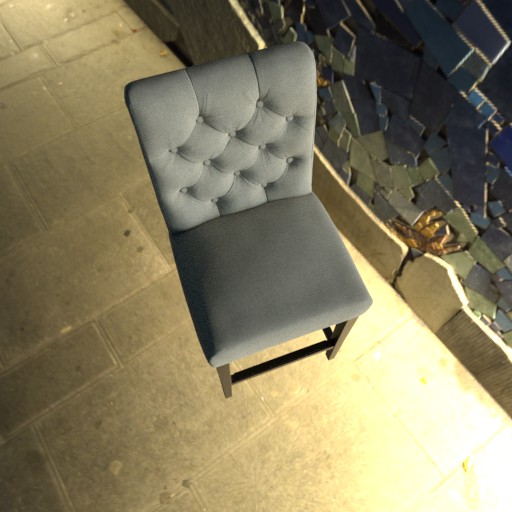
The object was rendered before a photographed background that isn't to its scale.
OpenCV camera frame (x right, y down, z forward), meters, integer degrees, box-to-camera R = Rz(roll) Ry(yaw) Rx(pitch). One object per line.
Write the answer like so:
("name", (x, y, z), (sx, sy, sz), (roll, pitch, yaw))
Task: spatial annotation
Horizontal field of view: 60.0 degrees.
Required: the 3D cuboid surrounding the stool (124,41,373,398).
("stool", (0.000, 0.000, 1.390), (0.493, 1.040, 0.601), (-18, 64, -9))
